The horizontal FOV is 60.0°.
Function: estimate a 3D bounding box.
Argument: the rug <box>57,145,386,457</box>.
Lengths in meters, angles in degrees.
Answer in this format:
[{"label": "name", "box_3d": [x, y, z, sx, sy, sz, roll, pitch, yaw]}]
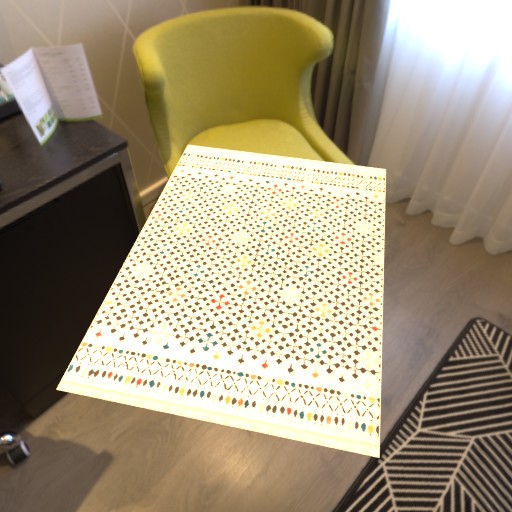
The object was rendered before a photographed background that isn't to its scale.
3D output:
[{"label": "rug", "box_3d": [0.000, 0.000, 2.027, 1.146, 0.006, 1.556, 9, 49, 8]}]
